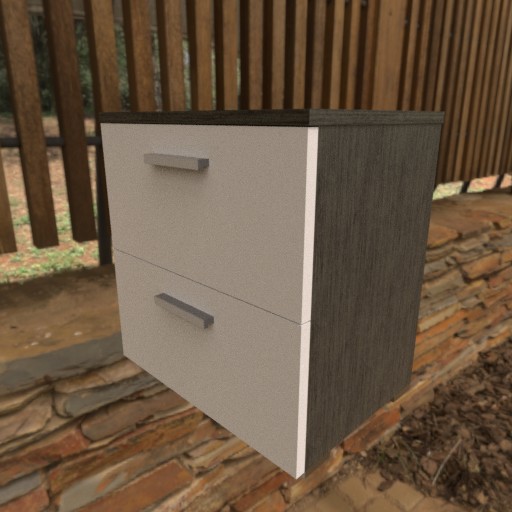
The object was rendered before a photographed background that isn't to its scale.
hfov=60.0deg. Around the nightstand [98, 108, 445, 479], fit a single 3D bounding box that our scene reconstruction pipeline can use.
[{"bbox_3d":[0.000,0.000,0.745,0.325,0.460,0.441,-16,24,-42],"label":"nightstand"}]
